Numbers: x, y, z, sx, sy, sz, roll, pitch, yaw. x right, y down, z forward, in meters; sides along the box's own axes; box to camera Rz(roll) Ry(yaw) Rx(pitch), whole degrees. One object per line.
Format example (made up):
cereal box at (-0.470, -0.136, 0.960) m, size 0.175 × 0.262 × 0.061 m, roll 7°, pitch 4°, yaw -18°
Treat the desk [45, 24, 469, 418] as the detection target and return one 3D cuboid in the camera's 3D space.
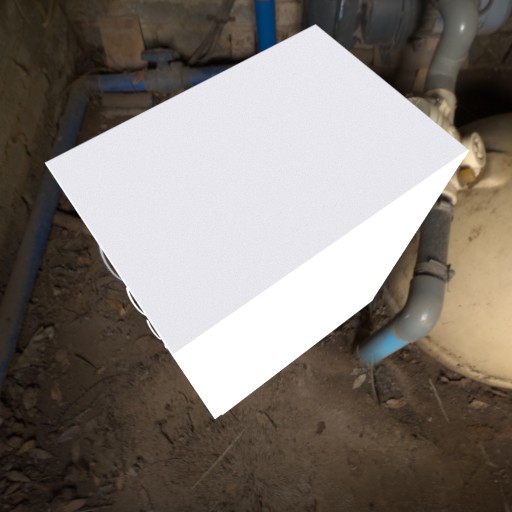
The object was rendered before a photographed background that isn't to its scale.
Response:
desk at (0.000, 0.000, 1.068) m, size 0.600 × 0.730 × 0.404 m, roll -34°, pitch 68°, yaw -16°
